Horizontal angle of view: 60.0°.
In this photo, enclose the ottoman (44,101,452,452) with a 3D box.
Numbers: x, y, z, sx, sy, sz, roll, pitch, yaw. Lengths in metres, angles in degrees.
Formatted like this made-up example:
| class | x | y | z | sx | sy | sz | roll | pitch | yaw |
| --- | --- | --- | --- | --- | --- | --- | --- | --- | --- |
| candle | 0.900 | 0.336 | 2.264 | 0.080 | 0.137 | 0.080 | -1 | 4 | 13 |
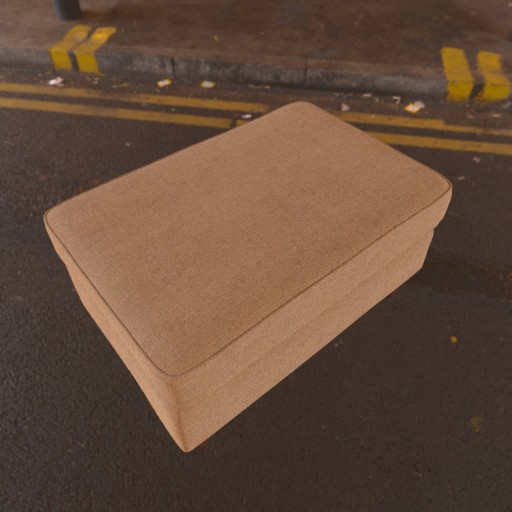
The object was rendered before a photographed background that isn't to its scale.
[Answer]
| class | x | y | z | sx | sy | sz | roll | pitch | yaw |
| --- | --- | --- | --- | --- | --- | --- | --- | --- | --- |
| ottoman | 0.000 | 0.000 | 1.213 | 0.862 | 0.484 | 0.583 | -31 | 54 | -26 |
